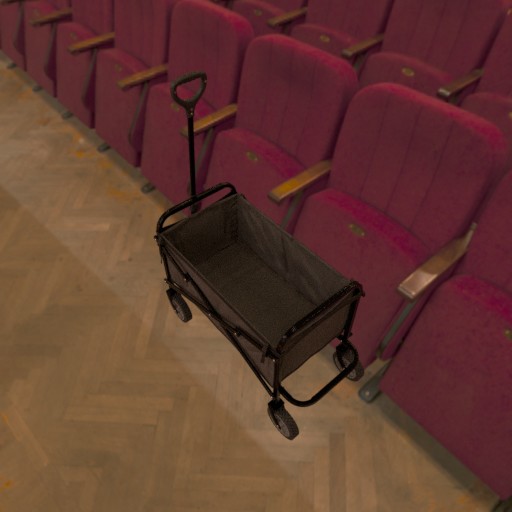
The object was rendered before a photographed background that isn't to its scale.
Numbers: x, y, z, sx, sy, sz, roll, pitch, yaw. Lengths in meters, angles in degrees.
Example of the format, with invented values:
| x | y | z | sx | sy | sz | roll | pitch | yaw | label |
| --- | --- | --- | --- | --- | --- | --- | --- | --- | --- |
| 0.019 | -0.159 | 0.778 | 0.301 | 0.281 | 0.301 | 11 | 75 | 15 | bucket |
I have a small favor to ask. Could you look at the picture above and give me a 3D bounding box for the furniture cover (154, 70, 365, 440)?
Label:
| x | y | z | sx | sy | sz | roll | pitch | yaw | label |
| --- | --- | --- | --- | --- | --- | --- | --- | --- | --- |
| 0.000 | 0.000 | 1.854 | 0.532 | 1.295 | 1.038 | -32 | 55 | -26 | furniture cover |
